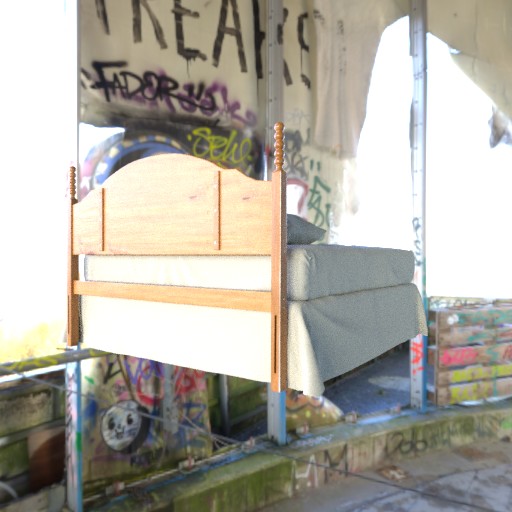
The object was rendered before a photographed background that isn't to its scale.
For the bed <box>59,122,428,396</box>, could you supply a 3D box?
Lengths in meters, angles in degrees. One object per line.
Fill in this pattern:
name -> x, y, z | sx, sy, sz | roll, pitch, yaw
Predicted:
bed -> 0.000, 0.000, 3.649 | 2.322, 1.355, 2.219 | 0, 0, 36
